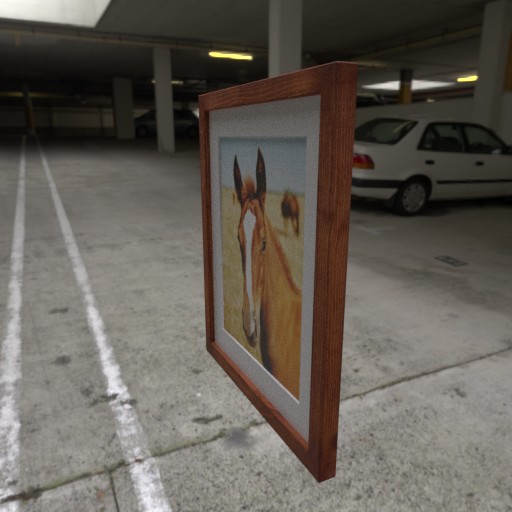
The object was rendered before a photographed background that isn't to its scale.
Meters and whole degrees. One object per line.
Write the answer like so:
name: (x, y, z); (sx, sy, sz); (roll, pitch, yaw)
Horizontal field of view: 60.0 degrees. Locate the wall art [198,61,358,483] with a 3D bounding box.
wall art: (0.000, 0.000, 0.766); (0.030, 0.558, 0.462); (-7, 17, -25)
